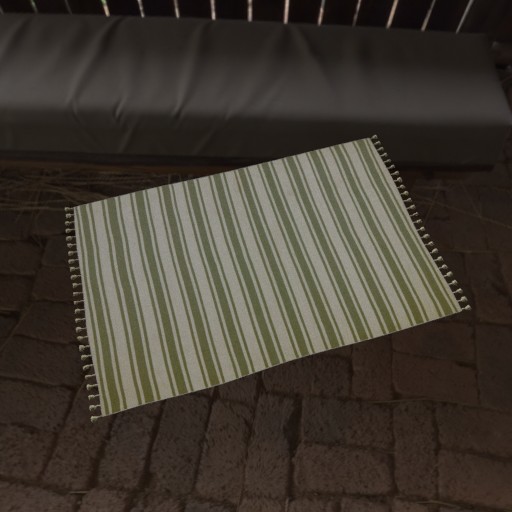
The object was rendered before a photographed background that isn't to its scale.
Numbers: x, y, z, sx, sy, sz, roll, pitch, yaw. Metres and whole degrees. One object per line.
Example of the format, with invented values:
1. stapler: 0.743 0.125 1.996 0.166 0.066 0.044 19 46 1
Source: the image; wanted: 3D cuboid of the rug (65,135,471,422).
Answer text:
1. rug: 0.000 0.000 2.303 1.875 0.013 1.162 -15 64 -7
